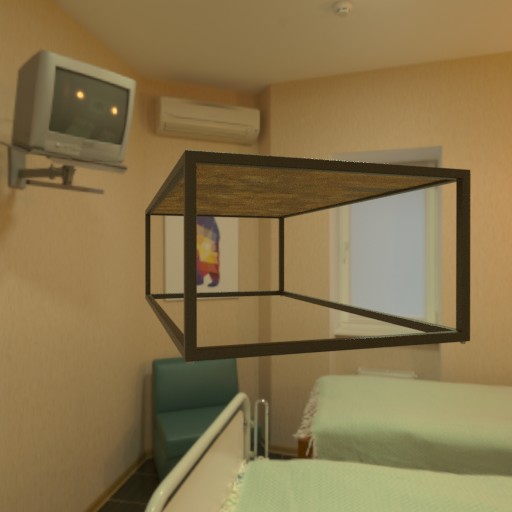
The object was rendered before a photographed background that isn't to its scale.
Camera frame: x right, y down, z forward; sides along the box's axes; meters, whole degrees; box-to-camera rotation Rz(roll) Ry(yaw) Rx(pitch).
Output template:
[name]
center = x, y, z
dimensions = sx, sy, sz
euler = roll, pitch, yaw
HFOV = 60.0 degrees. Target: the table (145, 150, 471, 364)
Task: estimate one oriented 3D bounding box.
[table]
center = 0.000, 0.000, 1.484
dimensions = 0.649, 0.398, 1.199
euler = 0, 0, -17
